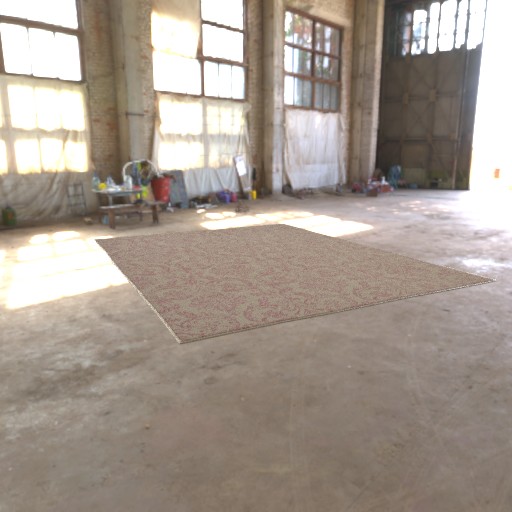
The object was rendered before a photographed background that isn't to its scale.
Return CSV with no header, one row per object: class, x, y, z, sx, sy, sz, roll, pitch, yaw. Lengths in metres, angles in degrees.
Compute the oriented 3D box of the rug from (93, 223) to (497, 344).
rug,0.000,0.000,3.941,2.363,0.012,2.980,-7,15,-27
